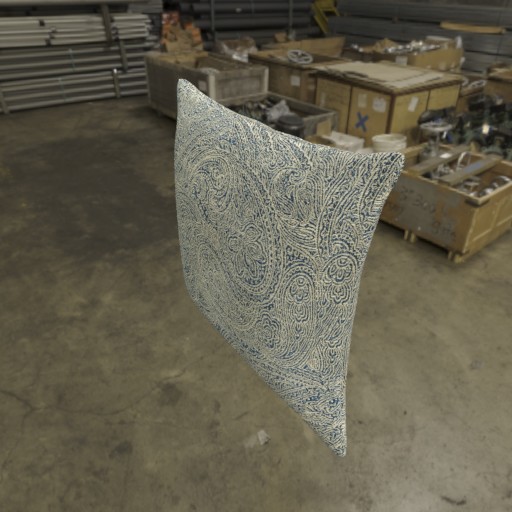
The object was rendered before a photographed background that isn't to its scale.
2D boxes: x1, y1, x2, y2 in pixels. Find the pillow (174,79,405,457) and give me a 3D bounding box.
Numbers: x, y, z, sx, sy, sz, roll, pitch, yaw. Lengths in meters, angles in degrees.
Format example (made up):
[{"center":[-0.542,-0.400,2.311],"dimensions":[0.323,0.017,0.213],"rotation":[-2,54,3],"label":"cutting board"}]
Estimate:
[{"center":[0.000,0.000,0.772],"dimensions":[0.166,0.510,0.523],"rotation":[-20,37,-29],"label":"pillow"}]
